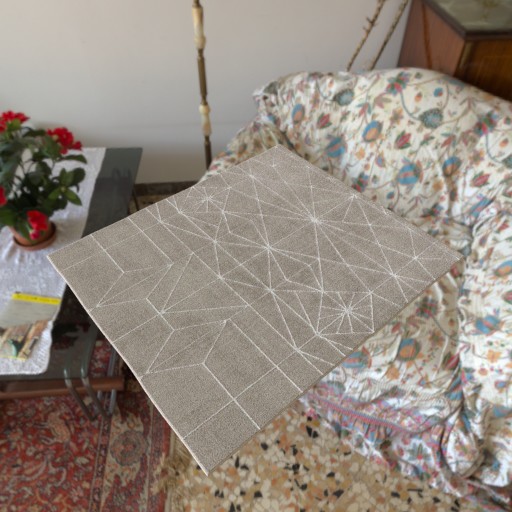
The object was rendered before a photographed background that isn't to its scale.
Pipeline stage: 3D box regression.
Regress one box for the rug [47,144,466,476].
[{"bbox_3d":[0.000,0.000,0.886,0.639,0.006,0.548,-31,53,-27],"label":"rug"}]
